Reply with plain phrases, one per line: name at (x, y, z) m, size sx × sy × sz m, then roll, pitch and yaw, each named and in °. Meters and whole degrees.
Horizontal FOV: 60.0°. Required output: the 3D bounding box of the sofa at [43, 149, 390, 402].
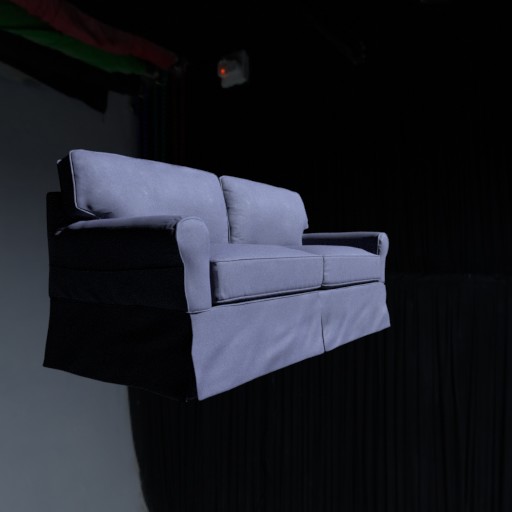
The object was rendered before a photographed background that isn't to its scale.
sofa at (0.000, 0.000, 2.782) m, size 0.983 × 1.094 × 2.256 m, roll 1°, pitch 1°, yaw 37°
